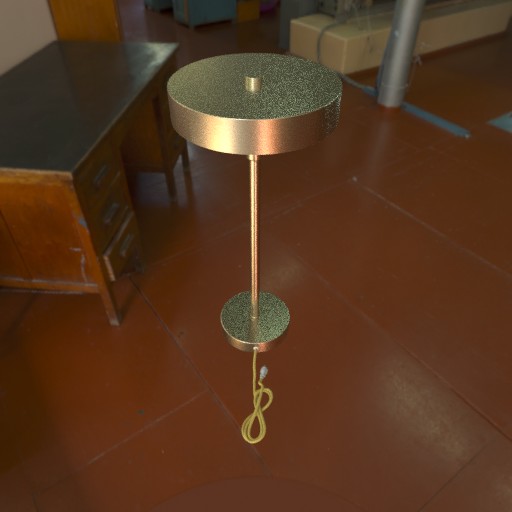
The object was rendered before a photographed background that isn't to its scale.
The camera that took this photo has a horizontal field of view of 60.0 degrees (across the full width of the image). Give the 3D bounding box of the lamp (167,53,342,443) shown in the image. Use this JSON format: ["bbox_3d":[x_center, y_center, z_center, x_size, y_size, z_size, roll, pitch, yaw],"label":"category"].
[{"bbox_3d":[0.000,0.000,0.694,0.229,0.508,0.369,-1,42,-1],"label":"lamp"}]
